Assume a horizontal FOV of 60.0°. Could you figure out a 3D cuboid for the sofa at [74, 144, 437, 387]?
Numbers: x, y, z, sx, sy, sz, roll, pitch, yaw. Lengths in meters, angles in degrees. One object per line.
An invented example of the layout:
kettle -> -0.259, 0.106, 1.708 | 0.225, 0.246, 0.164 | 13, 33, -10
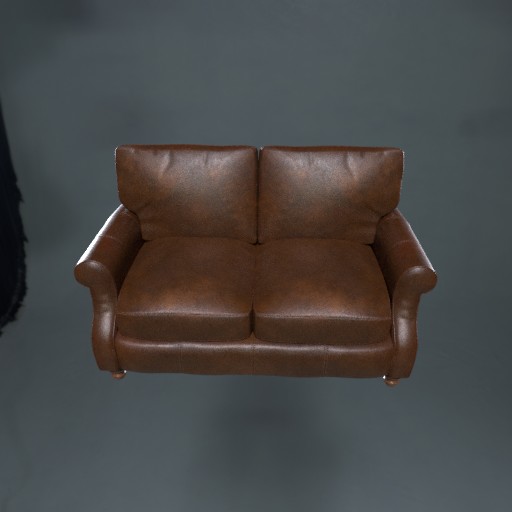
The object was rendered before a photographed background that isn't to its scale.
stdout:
sofa -> 0.000, 0.000, 2.276 | 1.616, 0.976, 0.990 | 1, 30, 2
